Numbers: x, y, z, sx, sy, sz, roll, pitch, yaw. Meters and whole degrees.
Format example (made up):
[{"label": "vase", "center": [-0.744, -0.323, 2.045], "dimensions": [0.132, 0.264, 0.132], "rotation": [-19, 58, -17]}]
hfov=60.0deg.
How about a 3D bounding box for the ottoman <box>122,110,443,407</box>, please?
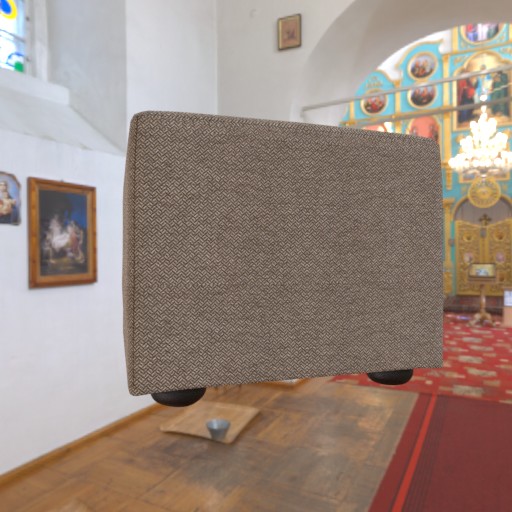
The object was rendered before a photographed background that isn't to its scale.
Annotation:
[{"label": "ottoman", "center": [0.000, 0.000, 0.906], "dimensions": [0.519, 0.453, 0.512], "rotation": [0, 0, -18]}]
